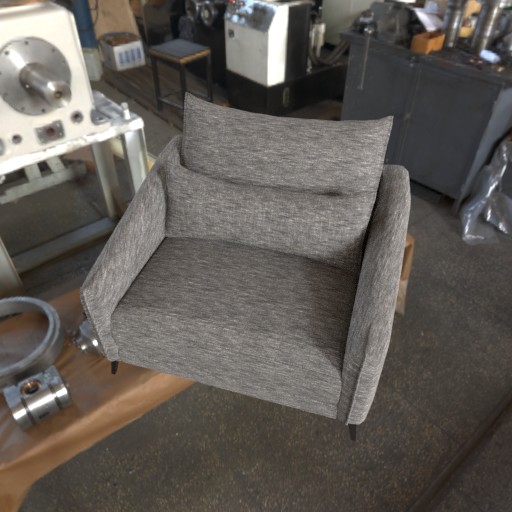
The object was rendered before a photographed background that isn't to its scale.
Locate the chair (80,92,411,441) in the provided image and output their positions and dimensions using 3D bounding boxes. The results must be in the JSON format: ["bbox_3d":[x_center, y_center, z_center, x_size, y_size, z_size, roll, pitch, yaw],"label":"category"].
[{"bbox_3d":[0.000,0.000,1.594,1.004,0.842,0.805,11,42,13],"label":"chair"}]
